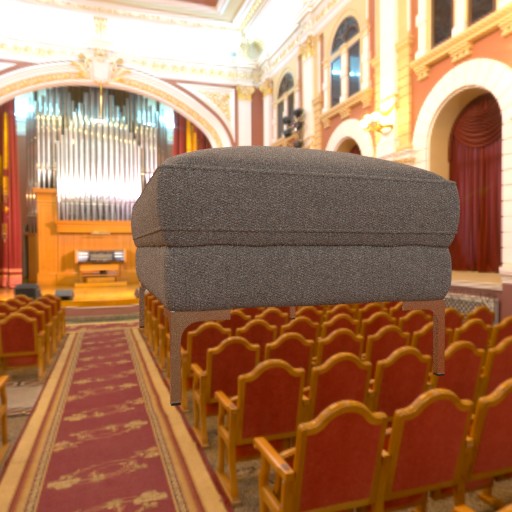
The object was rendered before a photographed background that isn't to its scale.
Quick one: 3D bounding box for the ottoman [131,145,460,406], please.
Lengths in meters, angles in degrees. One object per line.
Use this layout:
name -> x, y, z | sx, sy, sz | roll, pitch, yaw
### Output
ottoman -> 0.000, 0.000, 1.142 | 0.583, 0.464, 0.785 | 0, 1, -19
